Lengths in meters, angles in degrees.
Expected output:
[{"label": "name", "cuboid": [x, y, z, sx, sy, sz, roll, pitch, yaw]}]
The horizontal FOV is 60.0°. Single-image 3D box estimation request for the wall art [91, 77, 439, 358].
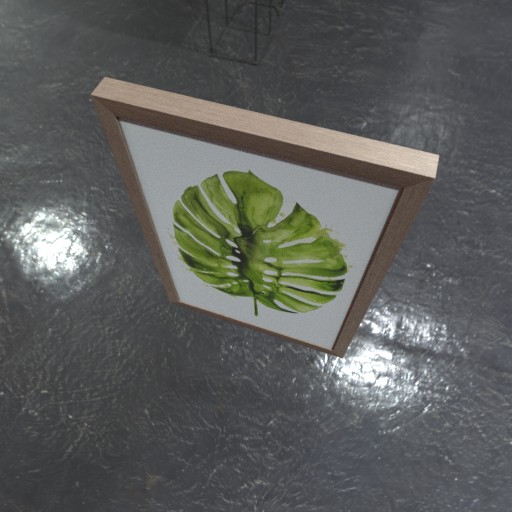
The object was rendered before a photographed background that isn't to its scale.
[{"label": "wall art", "cuboid": [0.000, 0.000, 0.661, 0.358, 0.510, 0.032, 16, 60, 10]}]
